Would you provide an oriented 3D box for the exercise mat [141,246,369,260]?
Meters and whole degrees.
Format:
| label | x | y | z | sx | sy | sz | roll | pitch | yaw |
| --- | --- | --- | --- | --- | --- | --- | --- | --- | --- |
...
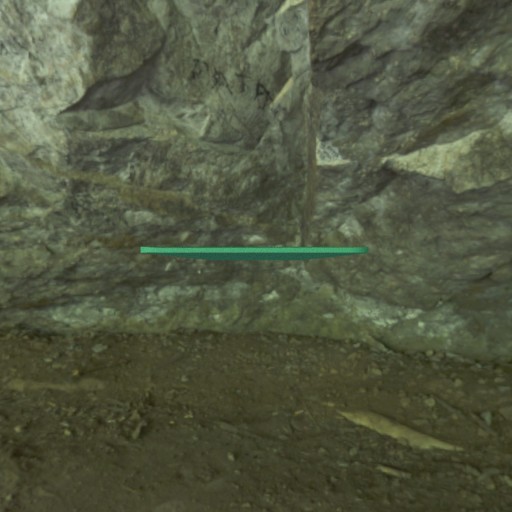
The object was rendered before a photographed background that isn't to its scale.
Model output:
| label | x | y | z | sx | sy | sz | roll | pitch | yaw |
| --- | --- | --- | --- | --- | --- | --- | --- | --- | --- |
| exercise mat | 0.000 | 0.000 | 2.070 | 0.616 | 0.021 | 1.869 | 0 | -1 | 0 |
